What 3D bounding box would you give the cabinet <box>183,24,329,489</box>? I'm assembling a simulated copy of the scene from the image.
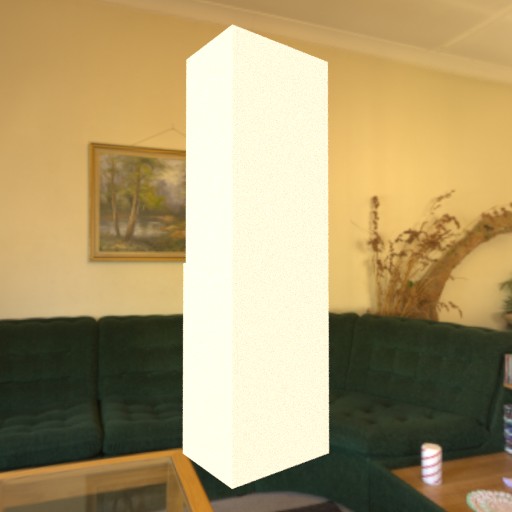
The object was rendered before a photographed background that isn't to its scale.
[{"bbox_3d":[0.000,0.000,1.528,0.400,1.350,0.300,1,-1,-37],"label":"cabinet"}]
